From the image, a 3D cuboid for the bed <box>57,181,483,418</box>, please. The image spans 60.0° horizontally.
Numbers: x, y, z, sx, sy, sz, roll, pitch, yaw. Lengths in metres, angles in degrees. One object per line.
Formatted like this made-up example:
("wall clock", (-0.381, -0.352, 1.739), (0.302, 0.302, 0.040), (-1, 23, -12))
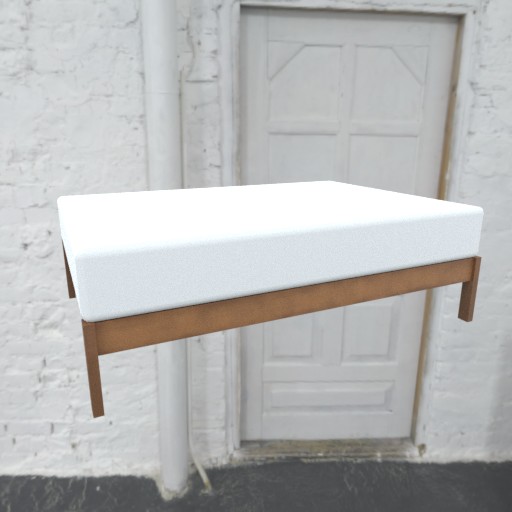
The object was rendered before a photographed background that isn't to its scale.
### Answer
("bed", (0.000, 0.000, 2.477), (1.927, 0.616, 1.348), (-7, 18, -25))
